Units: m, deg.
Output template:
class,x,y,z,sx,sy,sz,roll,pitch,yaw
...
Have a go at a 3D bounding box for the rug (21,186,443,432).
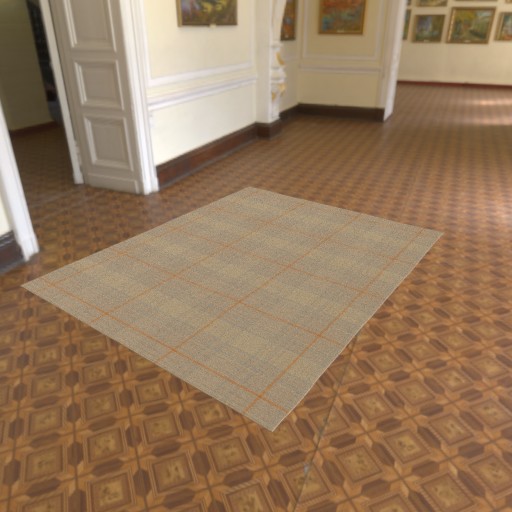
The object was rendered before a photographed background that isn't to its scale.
class,x,y,z,sx,sy,sz,roll,pitch,yaw
rug,0.000,0.000,3.997,2.448,0.021,3.051,19,33,32
